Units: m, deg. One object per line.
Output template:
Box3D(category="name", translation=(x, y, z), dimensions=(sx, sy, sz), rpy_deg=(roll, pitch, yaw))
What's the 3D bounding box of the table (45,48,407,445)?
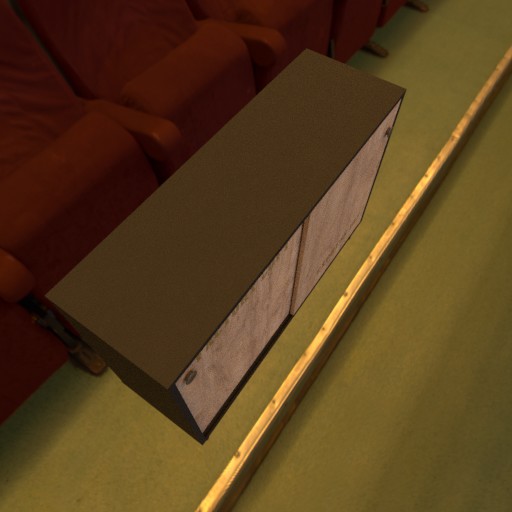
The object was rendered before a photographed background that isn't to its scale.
Box3D(category="table", translation=(0.000, 0.000, 1.625), dimensions=(0.400, 0.855, 1.200), rpy_deg=(31, 63, 18))
